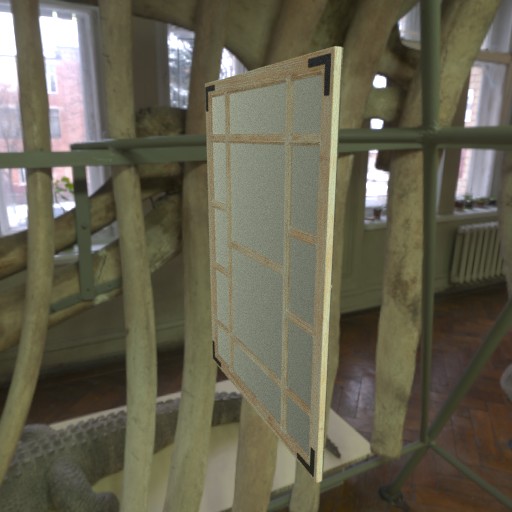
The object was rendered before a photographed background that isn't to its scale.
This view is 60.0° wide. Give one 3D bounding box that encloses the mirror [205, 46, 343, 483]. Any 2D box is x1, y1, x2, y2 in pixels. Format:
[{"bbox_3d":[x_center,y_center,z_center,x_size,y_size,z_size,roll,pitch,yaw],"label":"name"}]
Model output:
[{"bbox_3d":[0.000,0.000,1.277,0.025,0.996,0.705,-7,17,-26],"label":"mirror"}]
